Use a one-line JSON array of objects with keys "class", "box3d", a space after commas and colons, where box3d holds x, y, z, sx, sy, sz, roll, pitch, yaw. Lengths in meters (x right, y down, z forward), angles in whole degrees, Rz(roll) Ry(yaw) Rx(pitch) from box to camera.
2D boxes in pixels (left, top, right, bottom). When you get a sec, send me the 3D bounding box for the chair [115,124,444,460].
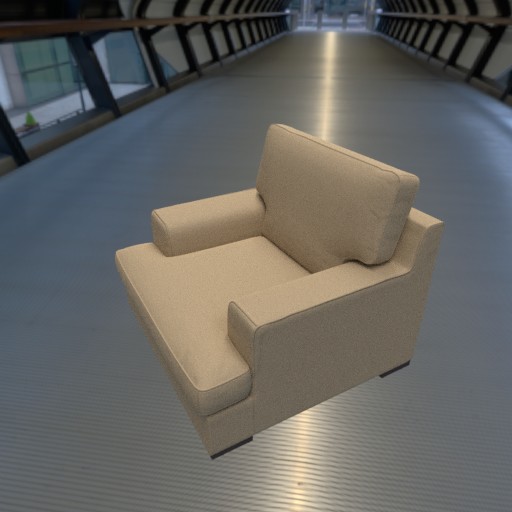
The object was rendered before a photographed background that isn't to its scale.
[{"class": "chair", "box3d": [0.000, 0.000, 2.157, 1.274, 1.005, 1.293, -21, 36, -31]}]
